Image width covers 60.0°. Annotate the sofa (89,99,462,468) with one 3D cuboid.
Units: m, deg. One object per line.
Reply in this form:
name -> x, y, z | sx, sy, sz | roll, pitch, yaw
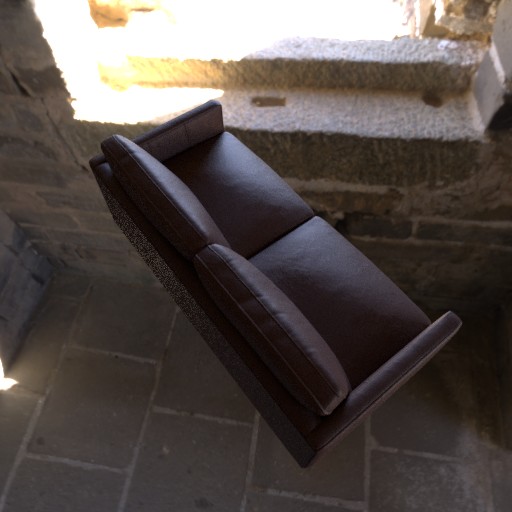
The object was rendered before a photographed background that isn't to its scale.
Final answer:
sofa -> 0.000, 0.000, 2.459 | 0.923, 0.863, 1.971 | -33, 63, -19
